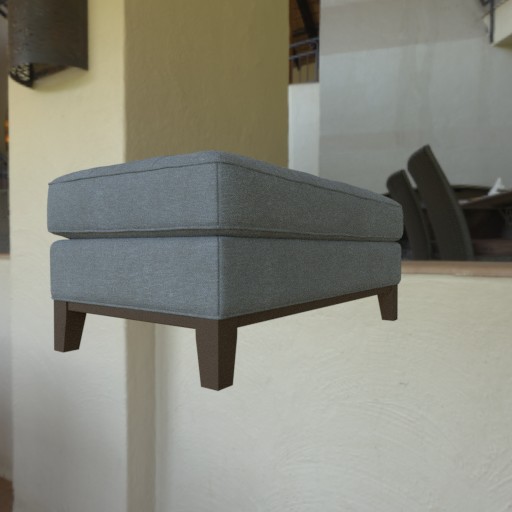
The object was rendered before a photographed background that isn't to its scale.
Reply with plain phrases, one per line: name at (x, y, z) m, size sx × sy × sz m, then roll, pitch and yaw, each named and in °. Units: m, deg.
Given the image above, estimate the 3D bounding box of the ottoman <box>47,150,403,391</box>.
ottoman at (0.000, 0.000, 1.487) m, size 0.648 × 0.514 × 1.143 m, roll 1°, pitch 1°, yaw 36°
